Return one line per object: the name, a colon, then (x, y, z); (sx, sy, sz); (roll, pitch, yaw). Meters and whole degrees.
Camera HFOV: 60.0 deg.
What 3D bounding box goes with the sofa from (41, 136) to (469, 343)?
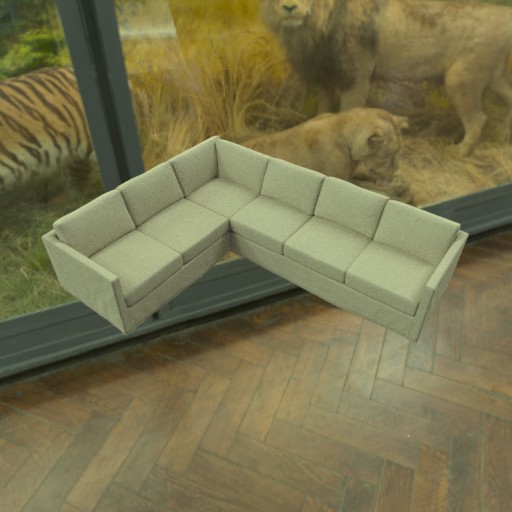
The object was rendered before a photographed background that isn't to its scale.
sofa: (0.000, 0.000, 4.272); (3.182, 0.871, 2.432); (26, 47, 27)
